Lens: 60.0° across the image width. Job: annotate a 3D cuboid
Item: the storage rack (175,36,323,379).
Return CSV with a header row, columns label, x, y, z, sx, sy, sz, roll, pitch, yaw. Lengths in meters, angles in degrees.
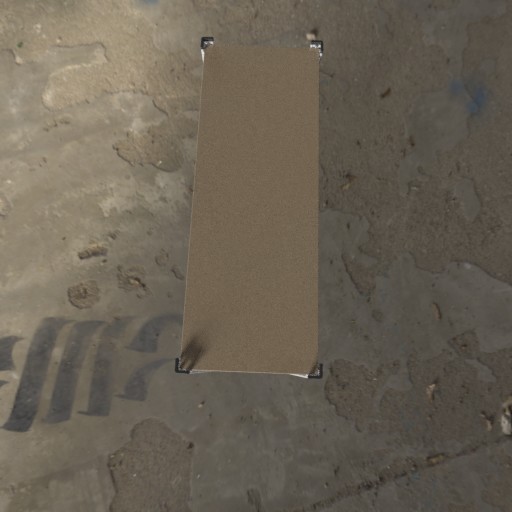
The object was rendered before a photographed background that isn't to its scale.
label,x,y,z,sx,sy,sz,roll,pitch,yaw
storage rack,0.000,0.000,2.393,0.457,1.829,1.219,2,76,1
